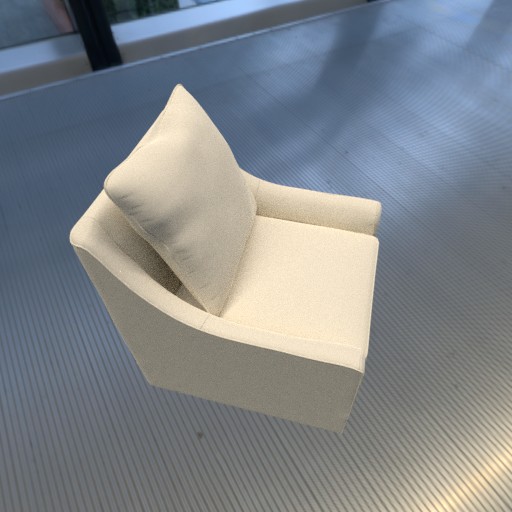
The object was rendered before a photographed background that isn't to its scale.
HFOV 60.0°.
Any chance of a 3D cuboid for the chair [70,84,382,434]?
[{"bbox_3d":[0.000,0.000,1.601,0.876,0.965,0.756,11,49,10],"label":"chair"}]
